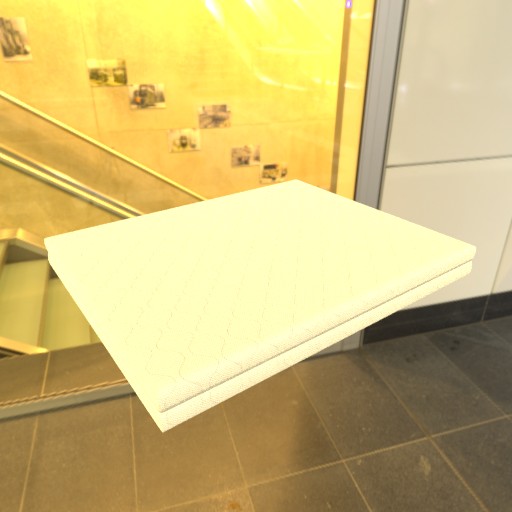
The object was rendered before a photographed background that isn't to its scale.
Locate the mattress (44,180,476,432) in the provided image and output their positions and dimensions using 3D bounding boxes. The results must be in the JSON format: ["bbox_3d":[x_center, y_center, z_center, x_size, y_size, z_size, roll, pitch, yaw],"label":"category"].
[{"bbox_3d":[0.000,0.000,2.650,2.000,0.200,1.600,-18,32,-32],"label":"mattress"}]
